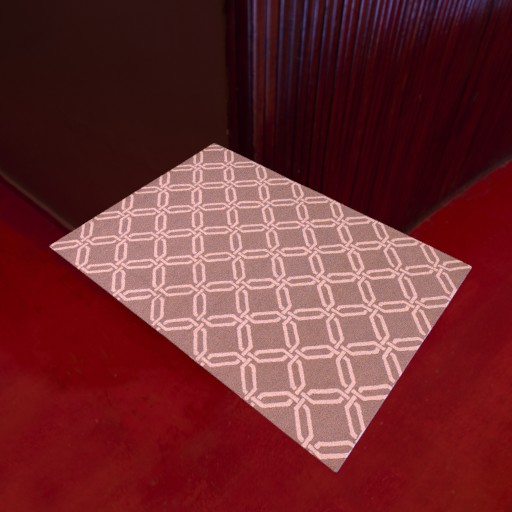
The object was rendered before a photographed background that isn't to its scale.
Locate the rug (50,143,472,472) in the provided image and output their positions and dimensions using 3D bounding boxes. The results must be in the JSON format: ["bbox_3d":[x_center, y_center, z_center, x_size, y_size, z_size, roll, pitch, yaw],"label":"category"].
[{"bbox_3d":[0.000,0.000,4.388,3.419,0.020,2.441,31,54,26],"label":"rug"}]
